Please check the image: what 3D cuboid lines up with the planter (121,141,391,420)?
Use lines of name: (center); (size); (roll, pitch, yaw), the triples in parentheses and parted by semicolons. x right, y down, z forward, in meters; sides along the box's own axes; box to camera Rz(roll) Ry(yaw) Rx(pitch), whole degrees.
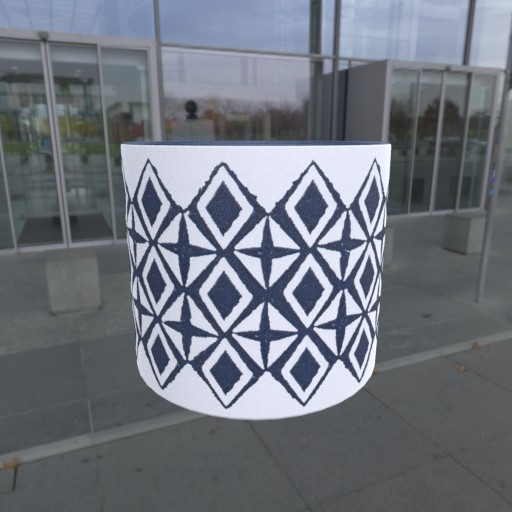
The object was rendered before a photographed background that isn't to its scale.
planter: (0.000, 0.000, 0.407); (0.224, 0.203, 0.224); (0, 15, 0)
